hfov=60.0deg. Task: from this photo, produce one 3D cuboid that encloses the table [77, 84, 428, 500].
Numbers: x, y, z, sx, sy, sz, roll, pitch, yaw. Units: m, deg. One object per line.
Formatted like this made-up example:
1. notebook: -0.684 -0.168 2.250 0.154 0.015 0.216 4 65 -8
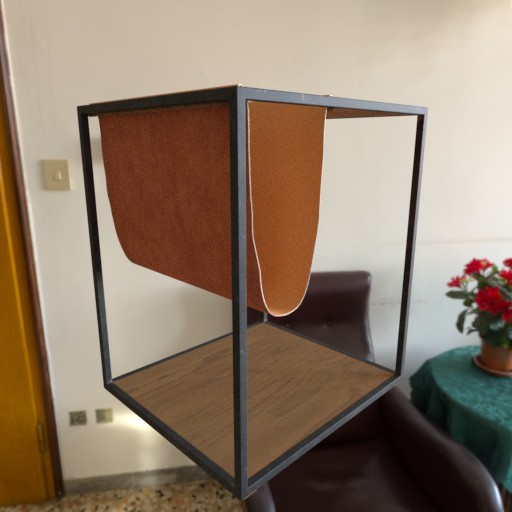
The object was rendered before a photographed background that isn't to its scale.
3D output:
1. table: 0.000 0.000 0.823 0.450 0.536 0.399 -14 20 -43
